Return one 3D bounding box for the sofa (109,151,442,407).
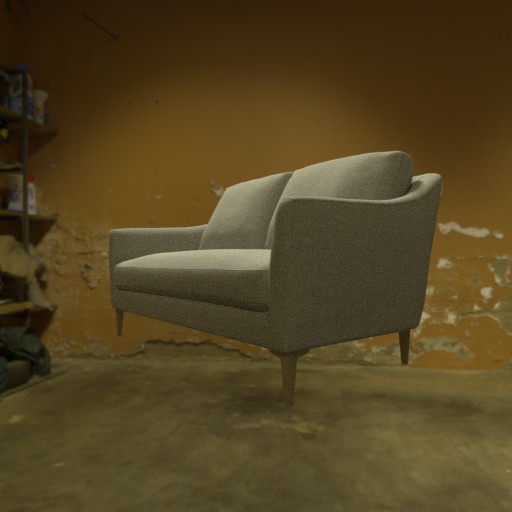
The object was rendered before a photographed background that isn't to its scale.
[{"bbox_3d":[0.000,0.000,2.162,0.960,0.904,1.619,1,-1,-36],"label":"sofa"}]
